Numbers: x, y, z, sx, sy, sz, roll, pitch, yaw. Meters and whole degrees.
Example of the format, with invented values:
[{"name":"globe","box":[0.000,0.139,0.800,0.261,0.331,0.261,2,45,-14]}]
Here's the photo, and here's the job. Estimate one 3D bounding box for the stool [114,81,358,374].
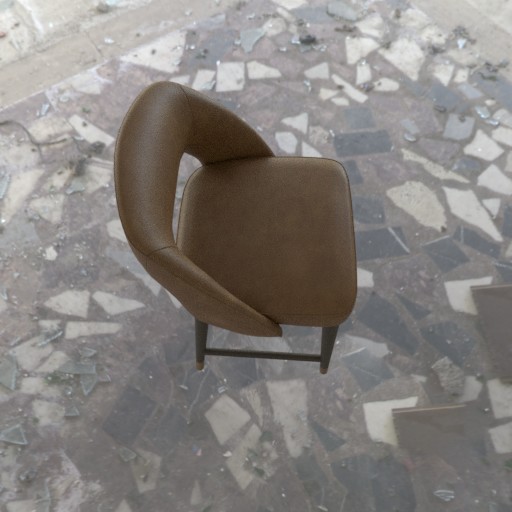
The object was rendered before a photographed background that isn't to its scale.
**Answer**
[{"name":"stool","box":[0.000,0.000,1.217,0.509,0.940,0.494,1,65,1]}]
